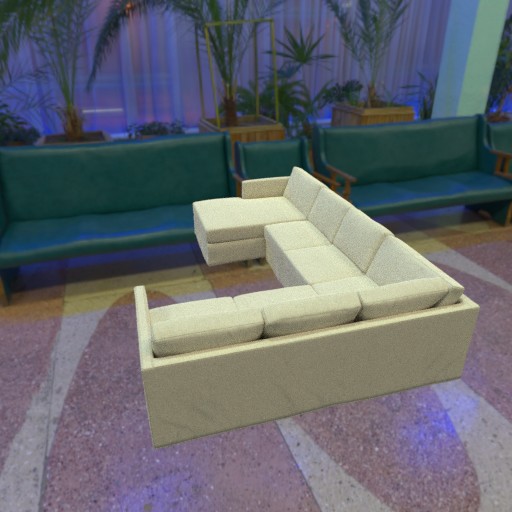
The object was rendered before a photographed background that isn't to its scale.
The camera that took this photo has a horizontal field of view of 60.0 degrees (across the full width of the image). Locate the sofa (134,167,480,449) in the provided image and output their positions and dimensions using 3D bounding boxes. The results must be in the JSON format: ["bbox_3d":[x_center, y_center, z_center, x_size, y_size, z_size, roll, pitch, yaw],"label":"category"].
[{"bbox_3d":[0.000,0.000,4.504,2.448,0.882,3.464,-8,28,-15],"label":"sofa"}]
